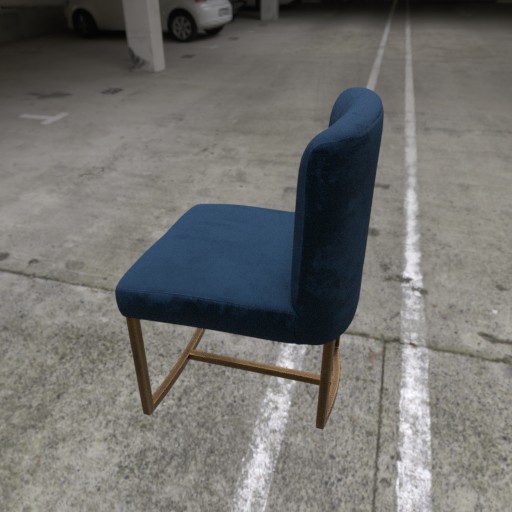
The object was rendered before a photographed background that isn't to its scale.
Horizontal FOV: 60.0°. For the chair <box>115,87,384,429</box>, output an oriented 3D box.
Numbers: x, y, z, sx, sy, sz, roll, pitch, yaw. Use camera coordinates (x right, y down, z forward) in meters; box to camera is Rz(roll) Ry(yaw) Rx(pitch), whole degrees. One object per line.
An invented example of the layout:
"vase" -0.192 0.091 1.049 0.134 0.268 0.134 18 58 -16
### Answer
"chair" 0.000 0.000 1.180 0.560 0.824 0.530 8 31 13
